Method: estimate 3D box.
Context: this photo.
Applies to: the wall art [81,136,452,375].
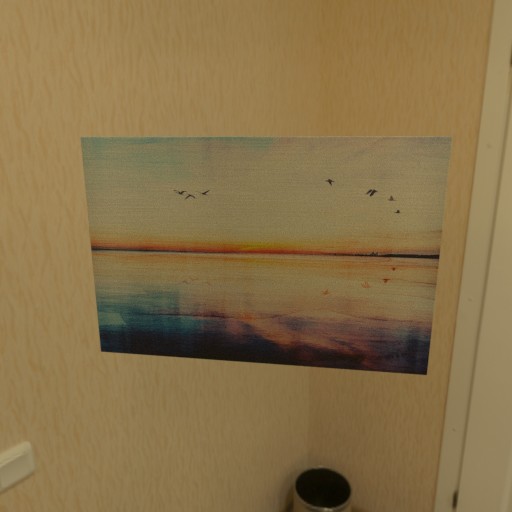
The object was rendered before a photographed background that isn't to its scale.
[{"bbox_3d":[0.000,0.000,0.773,0.604,0.402,0.018,2,15,8],"label":"wall art"}]
